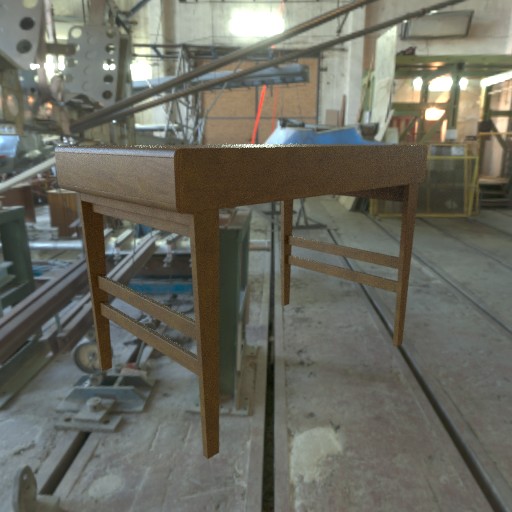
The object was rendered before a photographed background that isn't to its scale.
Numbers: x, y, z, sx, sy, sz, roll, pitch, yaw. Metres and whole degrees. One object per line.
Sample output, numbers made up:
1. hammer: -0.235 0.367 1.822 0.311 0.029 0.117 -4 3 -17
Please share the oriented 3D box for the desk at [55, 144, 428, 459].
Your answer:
1. desk: 0.000 0.000 1.558 1.066 0.754 0.660 -13 20 -41
